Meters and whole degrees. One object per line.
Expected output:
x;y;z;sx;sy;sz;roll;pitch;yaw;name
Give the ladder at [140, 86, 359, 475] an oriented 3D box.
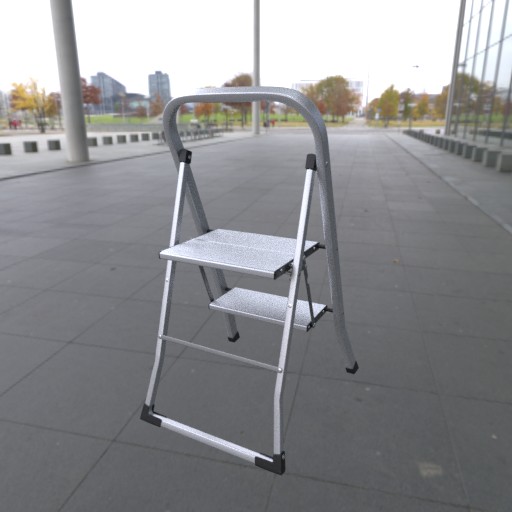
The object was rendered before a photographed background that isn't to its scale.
0.000;0.000;1.179;0.465;0.830;0.530;9;19;27;ladder
